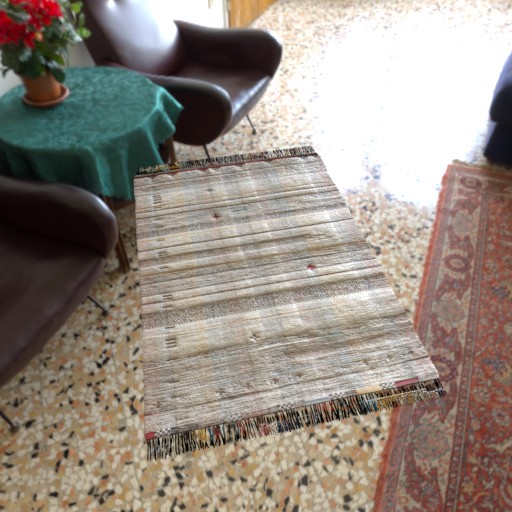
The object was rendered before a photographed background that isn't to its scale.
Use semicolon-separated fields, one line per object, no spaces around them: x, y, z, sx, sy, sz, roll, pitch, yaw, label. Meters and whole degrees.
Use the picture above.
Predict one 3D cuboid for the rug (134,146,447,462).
0.000;0.000;2.305;1.217;0.012;1.848;-9;48;-8;rug
